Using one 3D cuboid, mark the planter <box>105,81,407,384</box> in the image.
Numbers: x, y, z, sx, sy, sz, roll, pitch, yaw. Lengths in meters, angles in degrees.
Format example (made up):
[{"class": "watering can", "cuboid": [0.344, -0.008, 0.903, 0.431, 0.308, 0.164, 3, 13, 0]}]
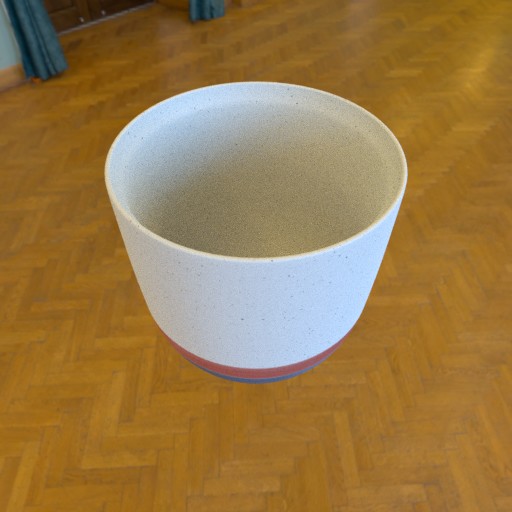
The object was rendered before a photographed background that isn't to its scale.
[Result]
[{"class": "planter", "cuboid": [0.000, 0.000, 0.384, 0.204, 0.214, 0.204, 0, 48, 0]}]
